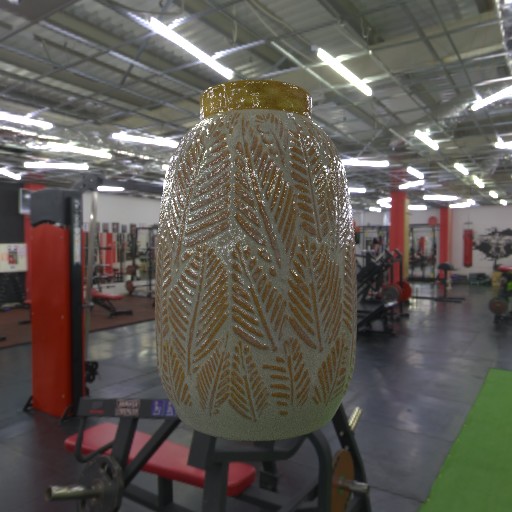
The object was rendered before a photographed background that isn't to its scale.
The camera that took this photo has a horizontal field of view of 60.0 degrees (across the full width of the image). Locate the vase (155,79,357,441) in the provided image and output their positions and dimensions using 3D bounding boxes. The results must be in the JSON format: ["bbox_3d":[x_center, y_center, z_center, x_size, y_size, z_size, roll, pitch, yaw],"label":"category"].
[{"bbox_3d":[0.000,0.000,0.386,0.172,0.270,0.172,0,1,0],"label":"vase"}]
